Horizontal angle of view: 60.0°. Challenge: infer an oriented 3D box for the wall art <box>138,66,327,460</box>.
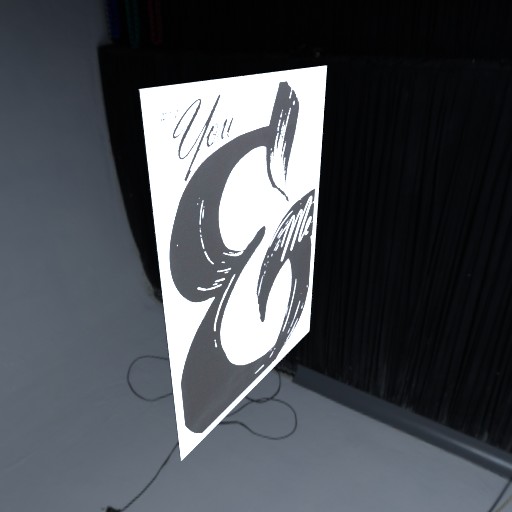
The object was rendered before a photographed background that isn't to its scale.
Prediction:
[{"bbox_3d":[0.000,0.000,0.803,0.003,0.609,0.457,18,32,31],"label":"wall art"}]
